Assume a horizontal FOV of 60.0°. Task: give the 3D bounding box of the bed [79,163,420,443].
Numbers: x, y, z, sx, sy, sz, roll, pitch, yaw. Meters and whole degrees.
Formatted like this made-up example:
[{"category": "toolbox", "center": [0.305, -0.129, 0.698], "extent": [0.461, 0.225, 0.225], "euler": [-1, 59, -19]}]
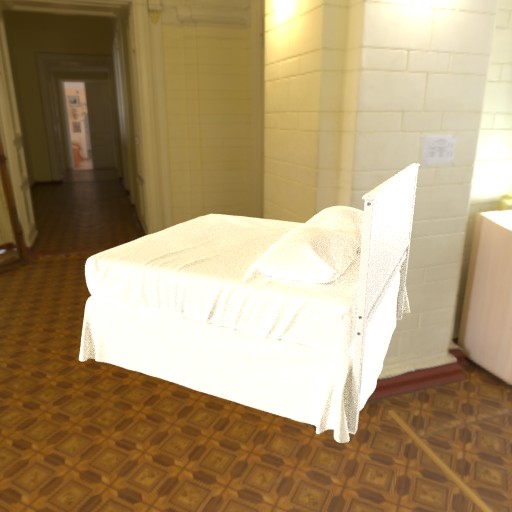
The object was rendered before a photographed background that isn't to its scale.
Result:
[{"category": "bed", "center": [0.000, 0.000, 3.251], "extent": [2.047, 1.269, 1.876], "euler": [8, 19, 25]}]
